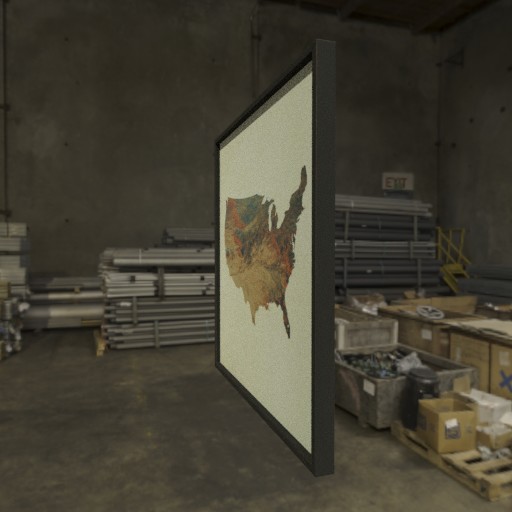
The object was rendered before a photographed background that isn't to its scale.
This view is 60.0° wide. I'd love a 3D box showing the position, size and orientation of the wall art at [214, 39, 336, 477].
[{"bbox_3d":[0.000,0.000,1.136,0.038,0.762,0.762,0,1,-19],"label":"wall art"}]
